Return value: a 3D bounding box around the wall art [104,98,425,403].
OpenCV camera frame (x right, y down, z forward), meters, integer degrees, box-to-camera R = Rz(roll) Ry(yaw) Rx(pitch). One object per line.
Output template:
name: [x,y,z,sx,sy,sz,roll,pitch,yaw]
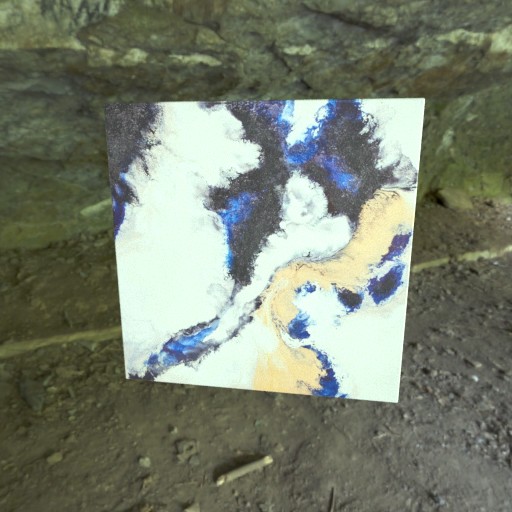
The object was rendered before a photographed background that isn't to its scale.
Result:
wall art: [0.000,0.000,1.336,0.887,0.885,0.038,2,15,9]
